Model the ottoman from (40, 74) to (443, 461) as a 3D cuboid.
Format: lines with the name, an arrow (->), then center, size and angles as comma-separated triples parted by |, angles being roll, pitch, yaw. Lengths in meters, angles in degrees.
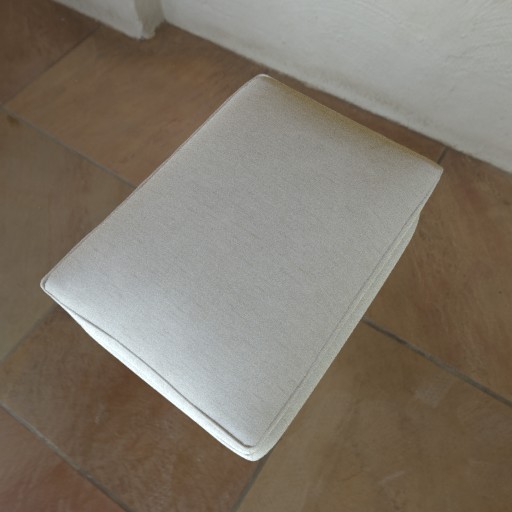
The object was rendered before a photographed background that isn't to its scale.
ottoman -> 0.000, 0.000, 0.945 | 0.501, 0.406, 0.665 | 33, 67, 16
